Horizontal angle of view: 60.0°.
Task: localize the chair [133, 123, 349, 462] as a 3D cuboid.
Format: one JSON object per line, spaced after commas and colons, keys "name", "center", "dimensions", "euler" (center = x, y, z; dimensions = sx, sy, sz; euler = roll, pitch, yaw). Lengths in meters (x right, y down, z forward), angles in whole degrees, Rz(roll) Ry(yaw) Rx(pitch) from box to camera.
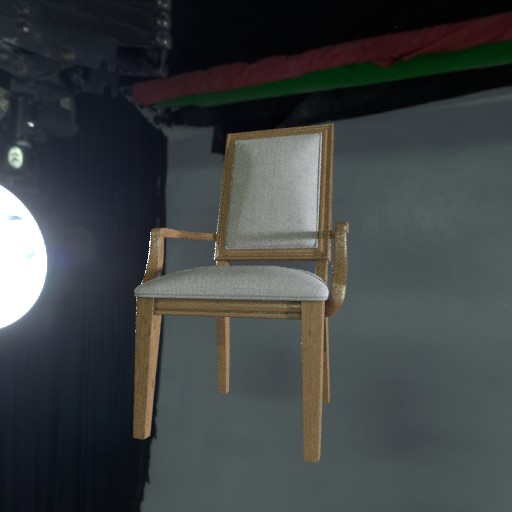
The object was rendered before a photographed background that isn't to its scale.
{"name": "chair", "center": [0.000, 0.000, 1.413], "dimensions": [0.606, 0.990, 0.602], "euler": [-1, -2, 18]}
